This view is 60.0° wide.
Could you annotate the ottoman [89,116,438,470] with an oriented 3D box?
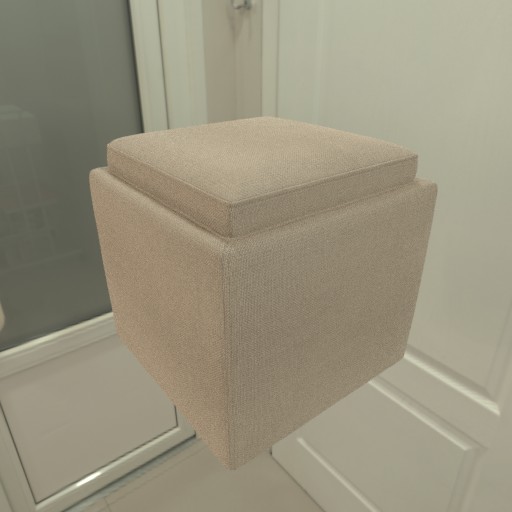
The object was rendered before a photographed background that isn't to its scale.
[{"bbox_3d":[0.000,0.000,0.839,0.450,0.460,0.451,-20,33,-33],"label":"ottoman"}]
